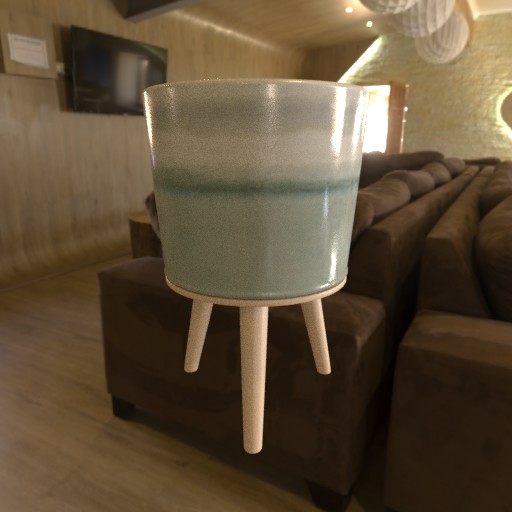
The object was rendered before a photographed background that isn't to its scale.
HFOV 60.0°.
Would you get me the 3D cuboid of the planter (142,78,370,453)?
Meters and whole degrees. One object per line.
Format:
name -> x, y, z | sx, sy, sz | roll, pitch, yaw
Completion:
planter -> 0.000, 0.000, 0.580 | 0.265, 0.404, 0.265 | 14, 20, 43
